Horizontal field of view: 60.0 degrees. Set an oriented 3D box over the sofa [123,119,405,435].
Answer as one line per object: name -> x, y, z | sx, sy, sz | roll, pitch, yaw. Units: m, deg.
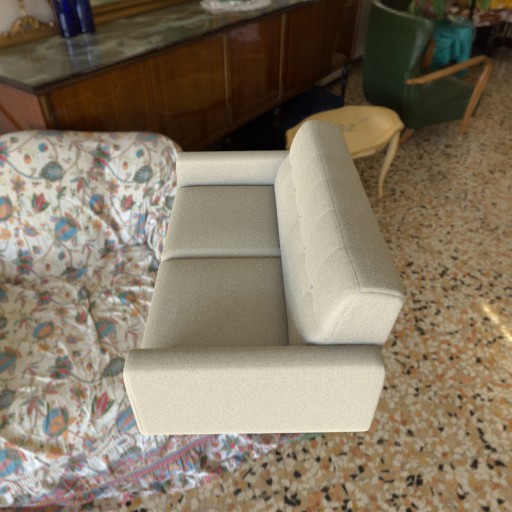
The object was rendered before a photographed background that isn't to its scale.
sofa -> 0.000, 0.000, 2.252 | 0.980, 0.892, 1.655 | -1, 40, -1
